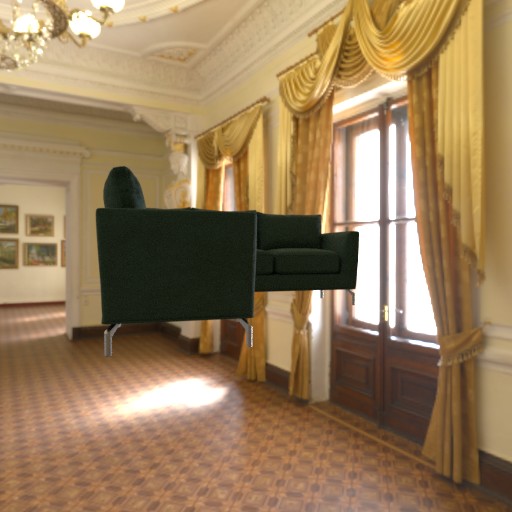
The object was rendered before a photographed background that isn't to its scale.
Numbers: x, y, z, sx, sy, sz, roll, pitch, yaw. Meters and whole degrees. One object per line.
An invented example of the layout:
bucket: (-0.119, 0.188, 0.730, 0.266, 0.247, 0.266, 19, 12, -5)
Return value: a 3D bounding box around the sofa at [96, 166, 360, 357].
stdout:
sofa: (0.000, 0.000, 3.733, 2.452, 1.004, 2.468, 0, 0, -17)
